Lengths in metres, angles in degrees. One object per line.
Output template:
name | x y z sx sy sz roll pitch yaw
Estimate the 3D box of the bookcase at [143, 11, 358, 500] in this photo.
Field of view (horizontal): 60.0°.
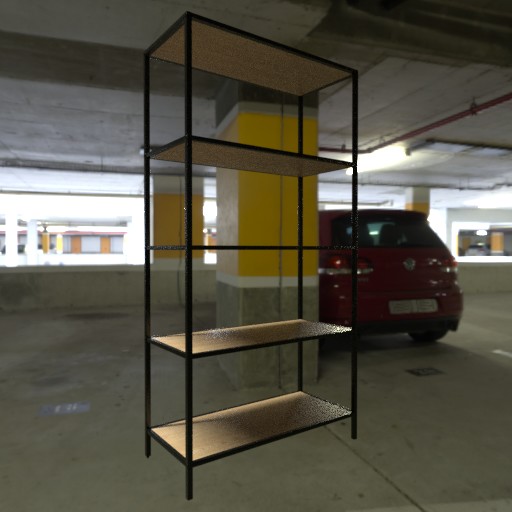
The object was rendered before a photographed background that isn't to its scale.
bookcase | 0.000 0.000 1.722 0.770 1.500 0.350 -1 1 -36
